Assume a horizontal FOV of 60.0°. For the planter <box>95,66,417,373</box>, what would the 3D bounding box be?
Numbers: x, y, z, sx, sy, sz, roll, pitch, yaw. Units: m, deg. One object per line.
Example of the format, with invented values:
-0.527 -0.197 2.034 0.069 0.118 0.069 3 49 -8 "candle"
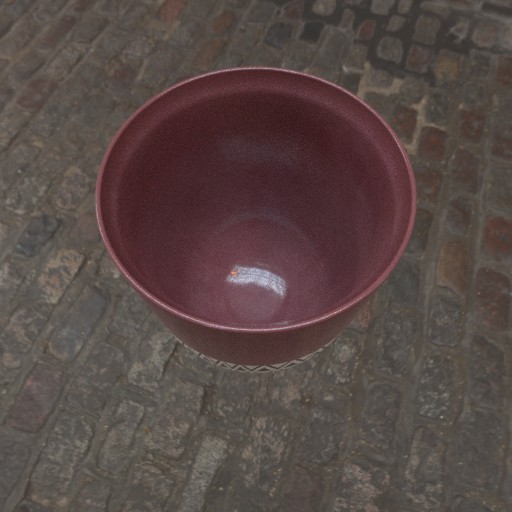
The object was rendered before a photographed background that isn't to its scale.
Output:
0.000 0.000 0.366 0.195 0.214 0.195 0 63 0 "planter"
